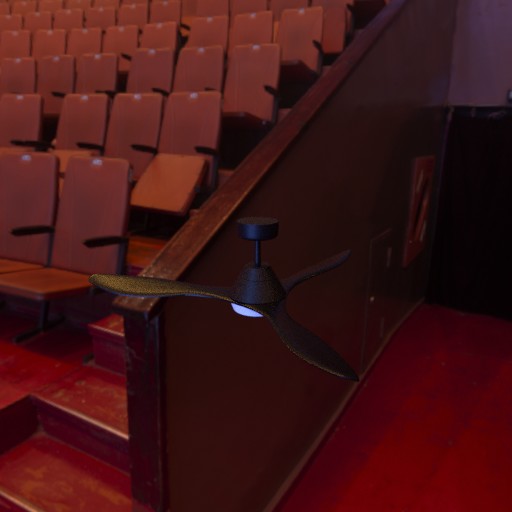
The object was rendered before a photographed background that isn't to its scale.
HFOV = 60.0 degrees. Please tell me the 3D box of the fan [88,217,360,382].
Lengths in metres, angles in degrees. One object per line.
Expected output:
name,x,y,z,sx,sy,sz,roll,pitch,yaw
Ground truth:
fan,0.000,0.000,1.615,1.067,0.305,1.067,8,18,27
